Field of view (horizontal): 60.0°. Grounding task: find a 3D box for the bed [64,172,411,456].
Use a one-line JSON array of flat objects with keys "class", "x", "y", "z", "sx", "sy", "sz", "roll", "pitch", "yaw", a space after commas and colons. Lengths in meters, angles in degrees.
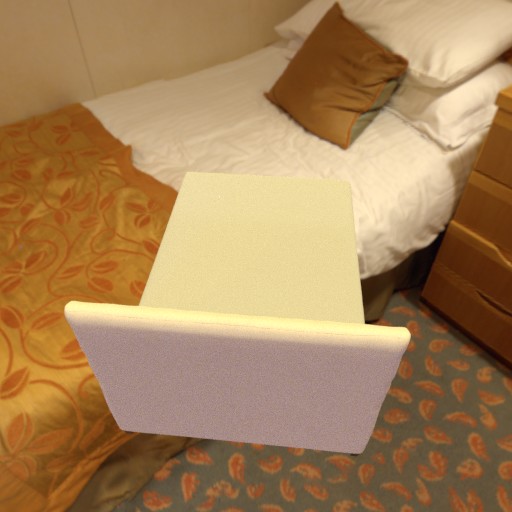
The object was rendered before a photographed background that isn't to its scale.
[{"class": "bed", "x": 0.000, "y": 0.000, "z": 3.420, "sx": 1.698, "sy": 1.427, "sz": 2.387, "roll": 4, "pitch": 46, "yaw": 4}]
